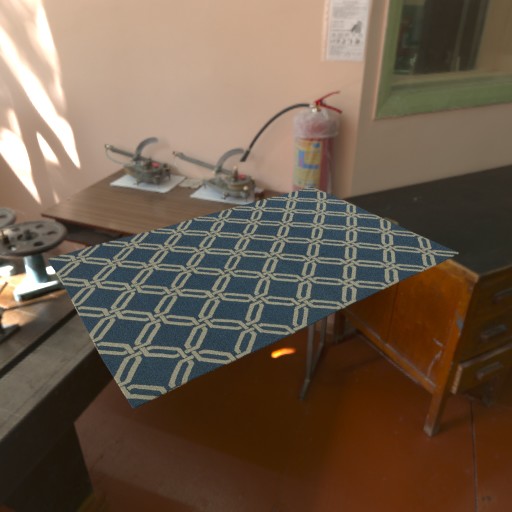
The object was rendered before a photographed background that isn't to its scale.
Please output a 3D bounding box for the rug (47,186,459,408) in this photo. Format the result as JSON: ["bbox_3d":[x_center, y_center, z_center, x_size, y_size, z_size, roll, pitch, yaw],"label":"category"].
[{"bbox_3d":[0.000,0.000,2.237,1.755,0.010,1.153,-19,35,-30],"label":"rug"}]
